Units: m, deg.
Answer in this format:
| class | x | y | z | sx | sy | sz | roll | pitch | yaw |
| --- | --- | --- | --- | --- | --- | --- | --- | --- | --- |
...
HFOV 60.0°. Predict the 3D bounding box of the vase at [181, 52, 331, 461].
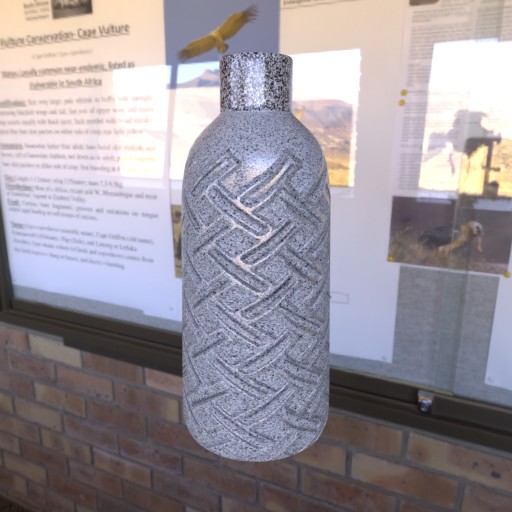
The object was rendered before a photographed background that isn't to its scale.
| class | x | y | z | sx | sy | sz | roll | pitch | yaw |
| --- | --- | --- | --- | --- | --- | --- | --- | --- | --- |
| vase | 0.000 | 0.000 | 0.343 | 0.122 | 0.282 | 0.122 | 0 | 15 | 0 |
